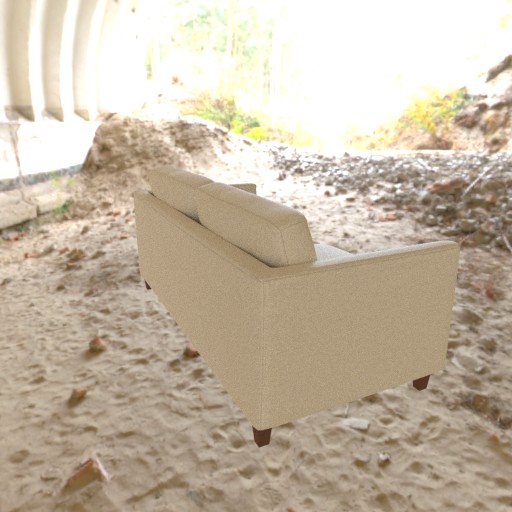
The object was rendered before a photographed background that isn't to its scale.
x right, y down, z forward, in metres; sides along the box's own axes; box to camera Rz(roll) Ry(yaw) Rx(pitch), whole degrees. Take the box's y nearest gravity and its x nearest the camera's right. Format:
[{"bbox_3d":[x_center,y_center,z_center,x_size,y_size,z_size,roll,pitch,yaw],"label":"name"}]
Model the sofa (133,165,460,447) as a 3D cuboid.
[{"bbox_3d":[0.000,0.000,2.510,0.965,0.889,1.981,-8,19,-25],"label":"sofa"}]
